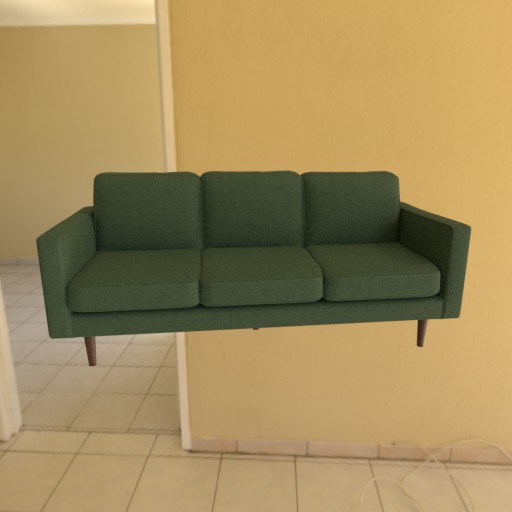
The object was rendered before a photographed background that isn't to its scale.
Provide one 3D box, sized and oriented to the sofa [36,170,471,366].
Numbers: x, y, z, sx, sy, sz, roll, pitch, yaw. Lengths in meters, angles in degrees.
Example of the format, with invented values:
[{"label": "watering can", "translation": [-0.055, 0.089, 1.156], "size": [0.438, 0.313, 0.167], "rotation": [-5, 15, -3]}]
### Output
[{"label": "sofa", "translation": [0.000, 0.000, 2.478], "size": [2.029, 0.899, 0.879], "rotation": [-2, 16, -7]}]
